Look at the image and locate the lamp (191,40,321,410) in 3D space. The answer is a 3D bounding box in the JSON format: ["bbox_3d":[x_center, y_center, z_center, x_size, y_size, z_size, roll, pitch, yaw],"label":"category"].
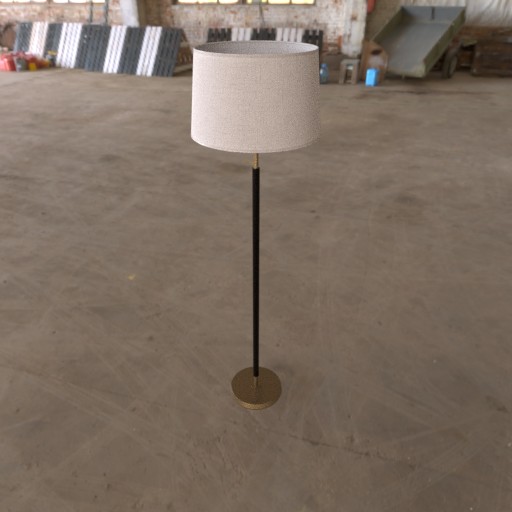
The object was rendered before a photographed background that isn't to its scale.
[{"bbox_3d":[0.000,0.000,1.685,0.420,1.447,0.420,0,31,0],"label":"lamp"}]
